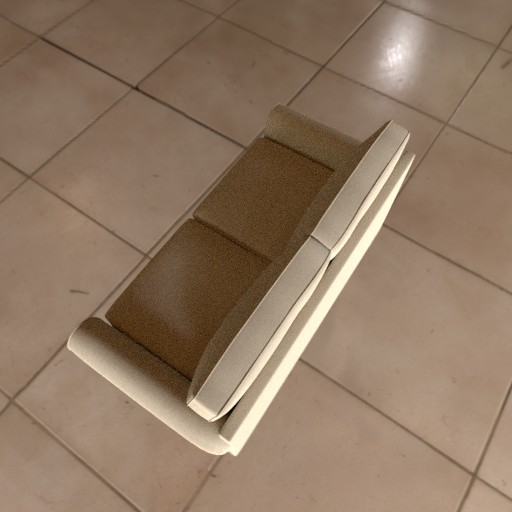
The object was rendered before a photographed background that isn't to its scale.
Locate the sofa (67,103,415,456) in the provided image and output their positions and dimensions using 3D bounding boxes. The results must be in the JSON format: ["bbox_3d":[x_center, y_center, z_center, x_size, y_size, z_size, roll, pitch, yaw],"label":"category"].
[{"bbox_3d":[0.000,0.000,2.268,0.861,0.933,1.774,31,66,15],"label":"sofa"}]
